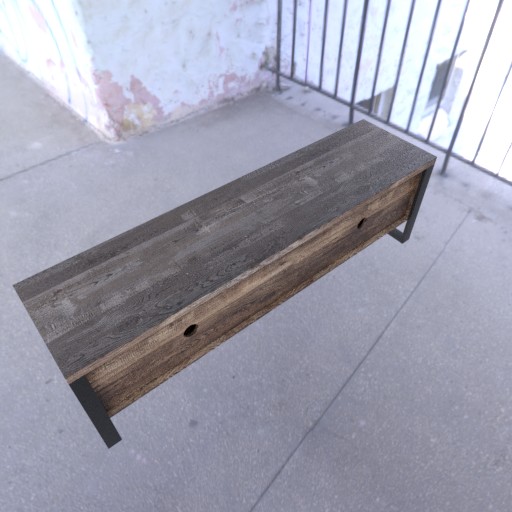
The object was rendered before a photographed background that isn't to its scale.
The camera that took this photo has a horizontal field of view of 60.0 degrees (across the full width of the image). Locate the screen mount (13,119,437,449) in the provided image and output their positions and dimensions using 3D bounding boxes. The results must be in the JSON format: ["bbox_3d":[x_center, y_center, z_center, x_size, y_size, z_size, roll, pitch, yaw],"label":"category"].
[{"bbox_3d":[0.000,0.000,1.684,1.524,0.450,0.395,-30,53,-26],"label":"screen mount"}]
